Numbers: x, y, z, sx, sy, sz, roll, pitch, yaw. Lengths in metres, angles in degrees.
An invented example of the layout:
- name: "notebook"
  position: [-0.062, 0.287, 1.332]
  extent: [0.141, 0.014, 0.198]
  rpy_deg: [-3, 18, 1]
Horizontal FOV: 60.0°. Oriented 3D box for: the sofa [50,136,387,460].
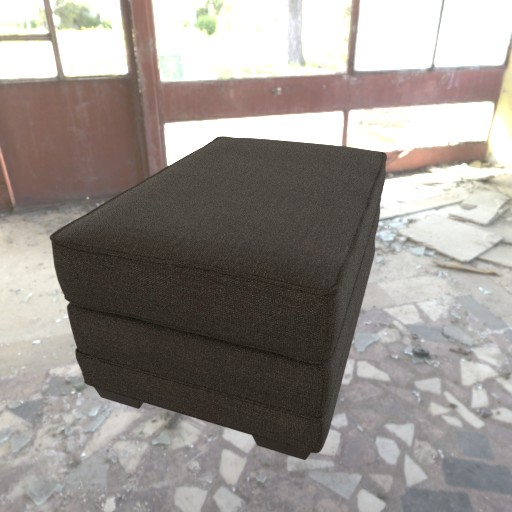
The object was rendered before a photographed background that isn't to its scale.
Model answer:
- name: "sofa"
  position: [0.000, 0.000, 1.200]
  extent: [0.578, 0.457, 0.854]
  rpy_deg: [10, 30, 17]
